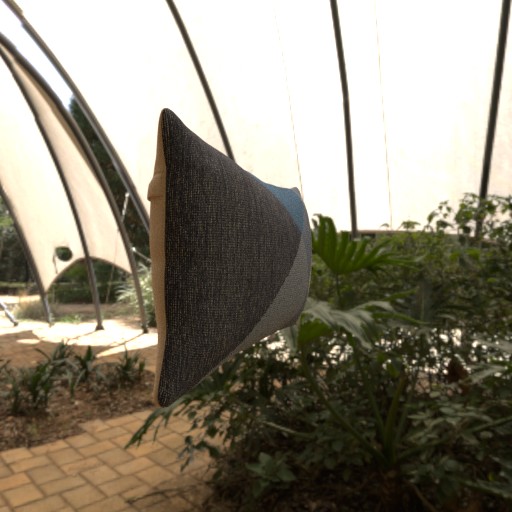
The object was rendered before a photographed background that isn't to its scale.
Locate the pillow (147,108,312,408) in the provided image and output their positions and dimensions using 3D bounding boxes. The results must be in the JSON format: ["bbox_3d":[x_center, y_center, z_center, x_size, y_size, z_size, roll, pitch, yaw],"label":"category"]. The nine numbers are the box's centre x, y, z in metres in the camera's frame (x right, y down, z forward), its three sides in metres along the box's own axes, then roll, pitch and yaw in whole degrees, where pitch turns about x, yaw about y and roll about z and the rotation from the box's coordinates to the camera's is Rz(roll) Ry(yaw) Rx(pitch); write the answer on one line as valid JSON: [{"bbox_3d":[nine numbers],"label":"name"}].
[{"bbox_3d":[0.000,0.000,0.719,0.148,0.307,0.604,0,0,18],"label":"pillow"}]
